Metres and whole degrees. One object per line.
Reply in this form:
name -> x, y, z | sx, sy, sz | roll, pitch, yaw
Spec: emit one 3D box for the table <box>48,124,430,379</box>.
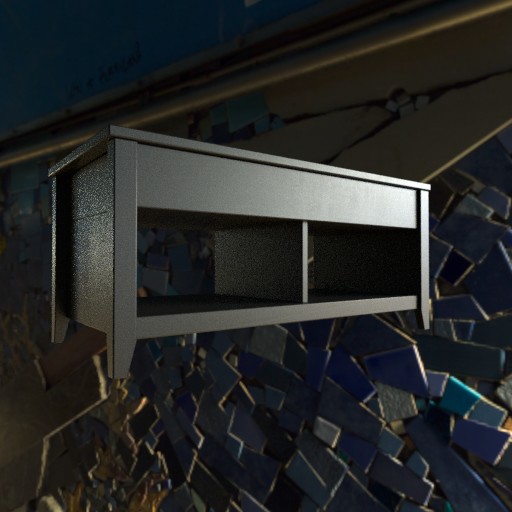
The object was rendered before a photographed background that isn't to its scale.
table -> 0.000, 0.000, 1.284 | 1.016, 0.457, 0.483 | 1, -1, -37
